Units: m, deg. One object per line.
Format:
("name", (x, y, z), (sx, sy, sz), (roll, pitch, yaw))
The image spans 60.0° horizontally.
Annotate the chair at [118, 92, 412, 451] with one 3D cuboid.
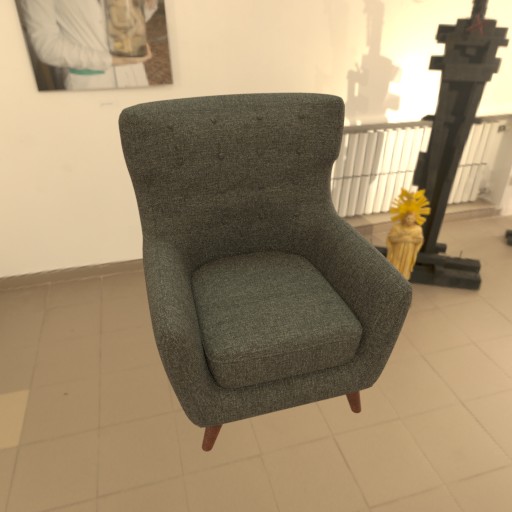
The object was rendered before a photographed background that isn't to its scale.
("chair", (0.000, 0.000, 1.727), (0.878, 1.063, 0.904), (-9, 32, -14))
